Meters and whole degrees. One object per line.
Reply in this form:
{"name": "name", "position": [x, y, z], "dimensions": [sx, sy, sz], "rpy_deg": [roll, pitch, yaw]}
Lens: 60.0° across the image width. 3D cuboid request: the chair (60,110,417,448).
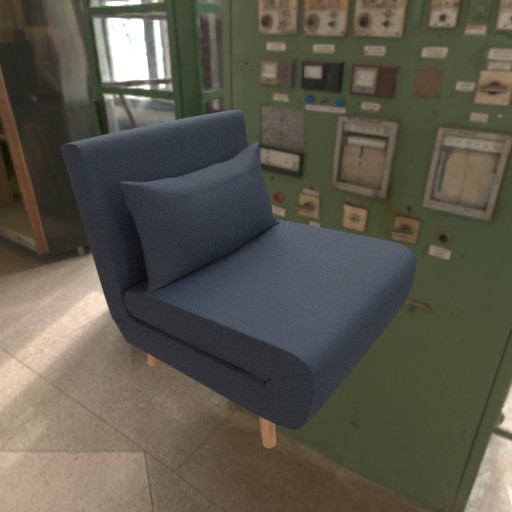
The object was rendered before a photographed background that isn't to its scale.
{"name": "chair", "position": [0.000, 0.000, 1.503], "dimensions": [0.900, 0.808, 0.770], "rpy_deg": [19, 32, 32]}
